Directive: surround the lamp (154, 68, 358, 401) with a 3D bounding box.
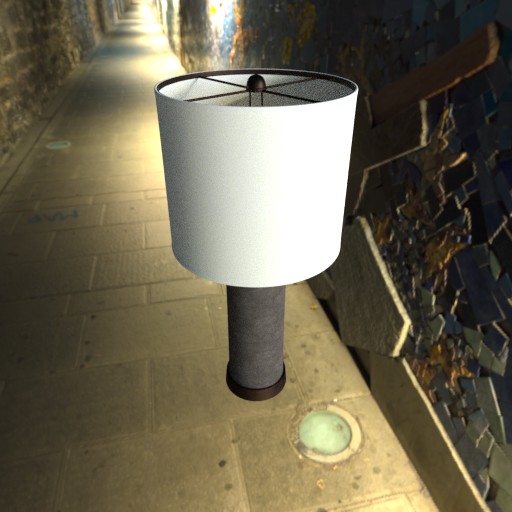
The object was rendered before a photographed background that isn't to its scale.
[{"bbox_3d":[0.000,0.000,0.821,0.301,0.630,0.301,2,31,2],"label":"lamp"}]
